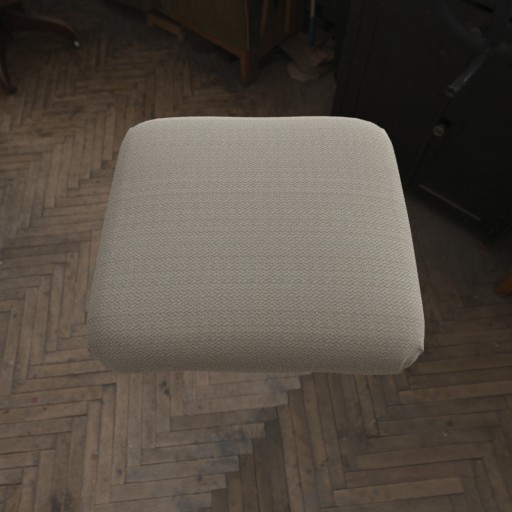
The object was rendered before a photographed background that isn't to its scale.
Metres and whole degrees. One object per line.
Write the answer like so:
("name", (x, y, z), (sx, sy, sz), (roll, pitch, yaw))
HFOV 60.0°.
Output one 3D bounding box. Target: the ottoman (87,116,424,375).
("ottoman", (0.000, 0.000, 1.103), (0.684, 0.447, 0.622), (0, 62, 0))
